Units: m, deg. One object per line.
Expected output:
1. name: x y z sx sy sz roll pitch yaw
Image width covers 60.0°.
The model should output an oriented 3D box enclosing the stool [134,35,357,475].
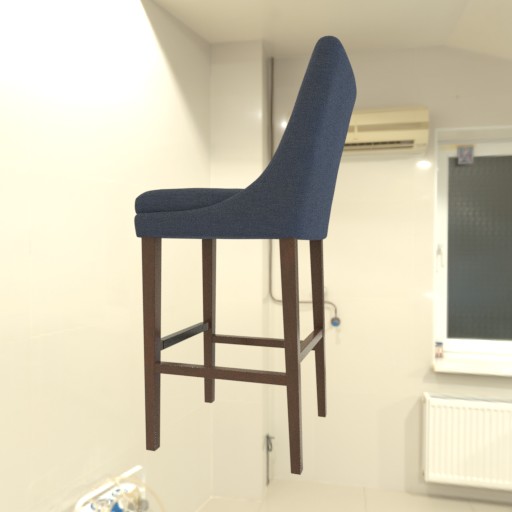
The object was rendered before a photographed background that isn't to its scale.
1. stool: 0.000 0.000 1.342 0.577 1.078 0.470 1 2 18
